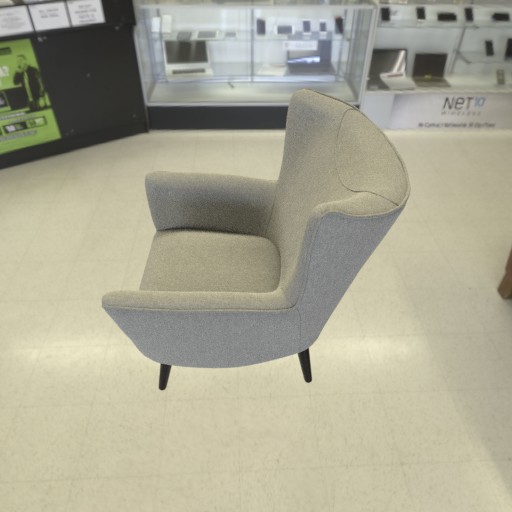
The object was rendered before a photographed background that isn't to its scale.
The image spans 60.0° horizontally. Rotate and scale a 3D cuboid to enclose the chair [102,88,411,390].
[{"bbox_3d":[0.000,0.000,1.602,0.888,0.933,0.781,0,41,0],"label":"chair"}]
